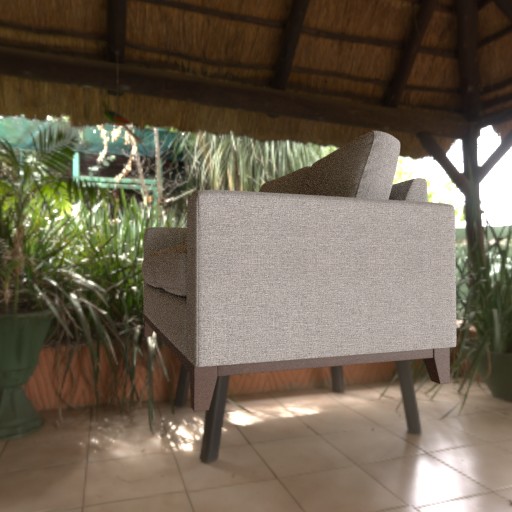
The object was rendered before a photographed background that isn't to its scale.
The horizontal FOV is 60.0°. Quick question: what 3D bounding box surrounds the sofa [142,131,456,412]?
[{"bbox_3d":[0.000,0.000,1.988,0.917,0.873,1.420,0,-1,-20],"label":"sofa"}]
